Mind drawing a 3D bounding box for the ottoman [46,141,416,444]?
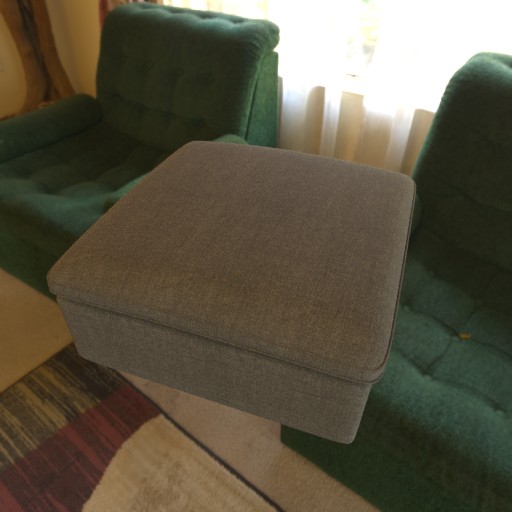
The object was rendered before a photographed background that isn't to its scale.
[{"bbox_3d":[0.000,0.000,1.723,1.067,0.559,1.067,13,41,15],"label":"ottoman"}]
